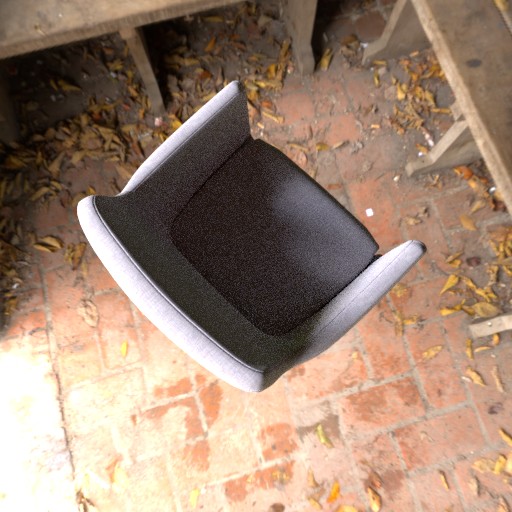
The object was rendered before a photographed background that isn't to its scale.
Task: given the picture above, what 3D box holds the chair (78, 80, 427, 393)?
[{"bbox_3d":[0.000,0.000,1.148,0.570,0.780,0.540,44,80,10],"label":"chair"}]
